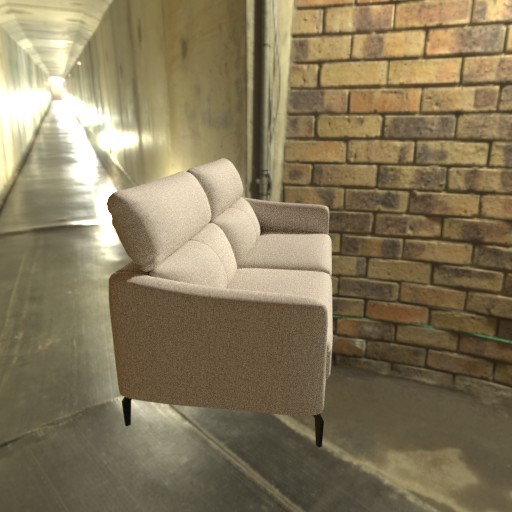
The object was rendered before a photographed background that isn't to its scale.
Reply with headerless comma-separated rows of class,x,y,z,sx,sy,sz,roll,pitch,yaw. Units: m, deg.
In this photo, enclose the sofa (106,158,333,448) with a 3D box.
sofa,0.000,0.000,2.507,0.856,0.956,2.015,3,17,9
